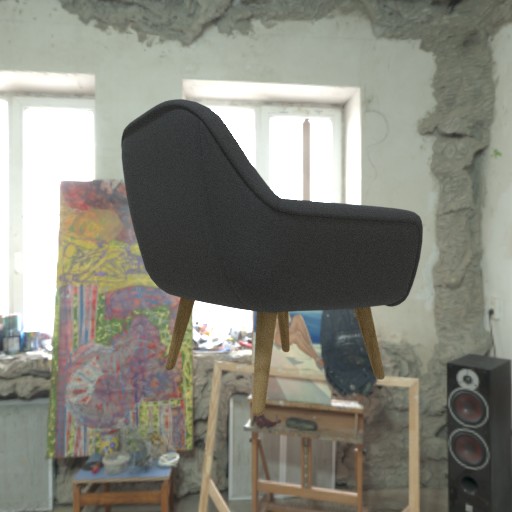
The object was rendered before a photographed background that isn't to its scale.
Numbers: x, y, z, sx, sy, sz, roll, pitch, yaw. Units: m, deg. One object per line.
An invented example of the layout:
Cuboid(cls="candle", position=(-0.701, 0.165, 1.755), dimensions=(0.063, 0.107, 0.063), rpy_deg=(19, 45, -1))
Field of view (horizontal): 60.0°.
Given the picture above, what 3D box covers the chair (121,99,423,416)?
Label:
Cuboid(cls="chair", position=(0.000, 0.000, 1.441), dimensions=(0.779, 0.800, 0.770), rpy_deg=(0, 1, -36))
